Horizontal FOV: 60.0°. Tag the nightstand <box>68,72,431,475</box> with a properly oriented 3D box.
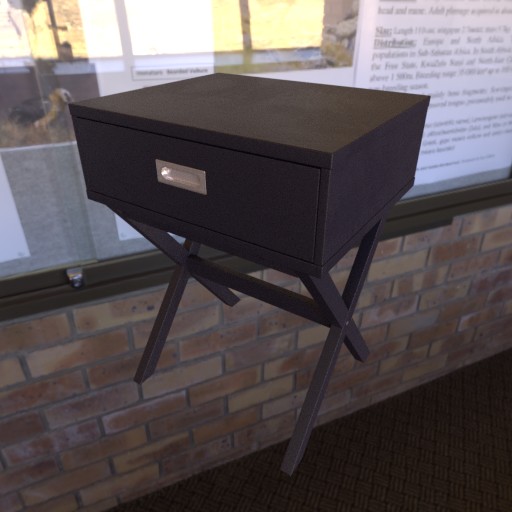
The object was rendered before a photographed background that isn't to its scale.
[{"bbox_3d":[0.000,0.000,0.917,0.479,0.623,0.402,19,35,29],"label":"nightstand"}]
